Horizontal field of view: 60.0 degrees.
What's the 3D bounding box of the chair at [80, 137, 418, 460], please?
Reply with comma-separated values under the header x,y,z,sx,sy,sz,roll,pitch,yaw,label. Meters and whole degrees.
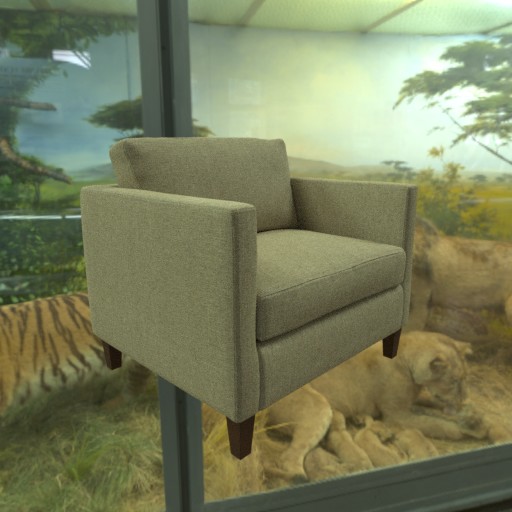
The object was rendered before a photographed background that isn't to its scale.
x,y,z,sx,sy,sz,roll,pitch,yaw,label
0.000,0.000,1.884,0.959,0.987,1.107,13,19,43,chair
